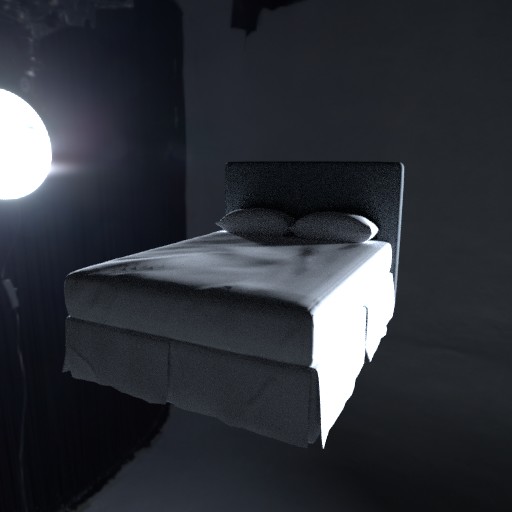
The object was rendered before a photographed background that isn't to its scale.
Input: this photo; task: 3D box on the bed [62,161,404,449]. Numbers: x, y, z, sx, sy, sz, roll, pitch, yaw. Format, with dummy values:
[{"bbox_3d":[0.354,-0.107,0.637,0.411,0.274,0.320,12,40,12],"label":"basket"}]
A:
[{"bbox_3d":[0.000,0.000,3.186,1.713,1.330,2.142,6,13,26],"label":"bed"}]
